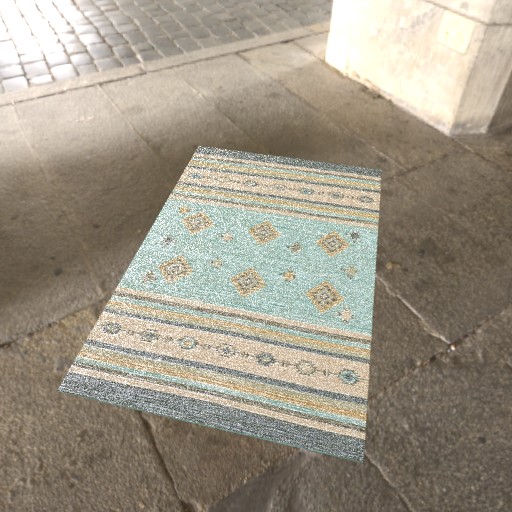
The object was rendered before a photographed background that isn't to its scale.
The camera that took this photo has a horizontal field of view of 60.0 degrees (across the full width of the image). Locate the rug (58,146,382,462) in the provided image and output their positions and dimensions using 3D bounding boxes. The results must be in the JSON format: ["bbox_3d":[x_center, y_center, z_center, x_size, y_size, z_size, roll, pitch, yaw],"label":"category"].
[{"bbox_3d":[0.000,0.000,2.288,1.212,0.010,1.811,10,47,9],"label":"rug"}]
